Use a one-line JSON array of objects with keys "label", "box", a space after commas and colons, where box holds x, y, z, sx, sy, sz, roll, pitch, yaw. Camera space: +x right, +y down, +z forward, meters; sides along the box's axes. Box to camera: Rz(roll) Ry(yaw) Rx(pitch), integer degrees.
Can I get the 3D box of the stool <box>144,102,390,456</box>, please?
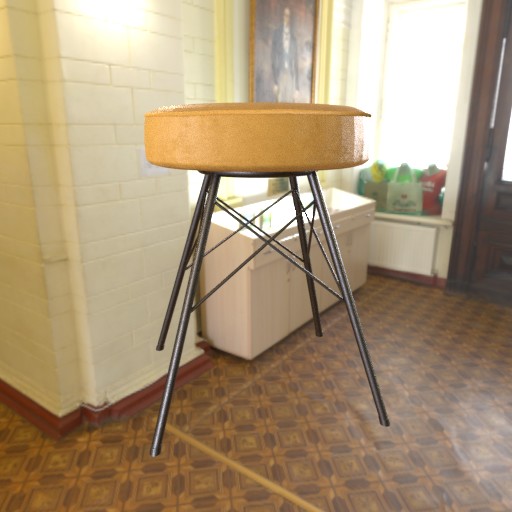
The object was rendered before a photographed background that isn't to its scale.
[{"label": "stool", "box": [0.000, 0.000, 0.930, 0.472, 0.595, 0.438, -2, 16, -8]}]
